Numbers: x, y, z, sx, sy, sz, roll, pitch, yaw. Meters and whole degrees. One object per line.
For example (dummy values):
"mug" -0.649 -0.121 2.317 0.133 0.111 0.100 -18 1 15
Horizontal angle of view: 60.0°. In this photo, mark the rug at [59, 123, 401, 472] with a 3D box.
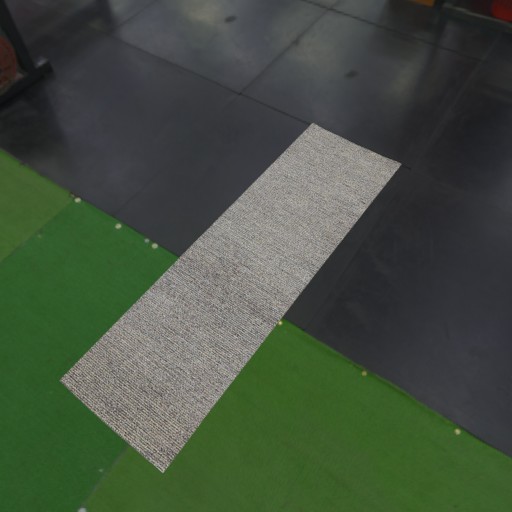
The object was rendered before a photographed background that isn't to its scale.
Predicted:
"rug" 0.000 0.000 2.576 0.697 0.013 2.335 32 63 19
